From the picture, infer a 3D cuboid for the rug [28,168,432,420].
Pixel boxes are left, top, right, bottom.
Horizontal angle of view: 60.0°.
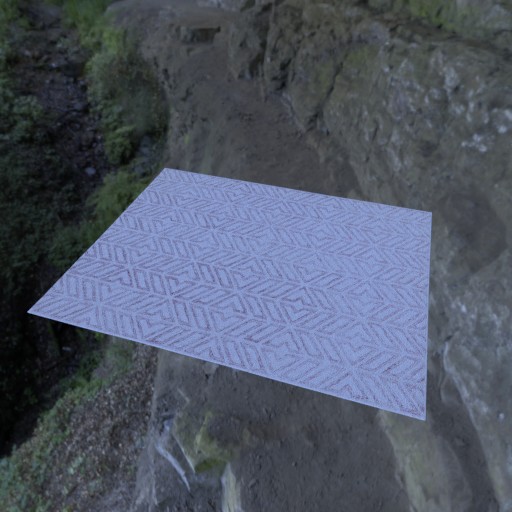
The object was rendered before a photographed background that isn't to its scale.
[{"bbox_3d":[0.000,0.000,4.050,3.045,0.008,2.421,12,42,13],"label":"rug"}]
